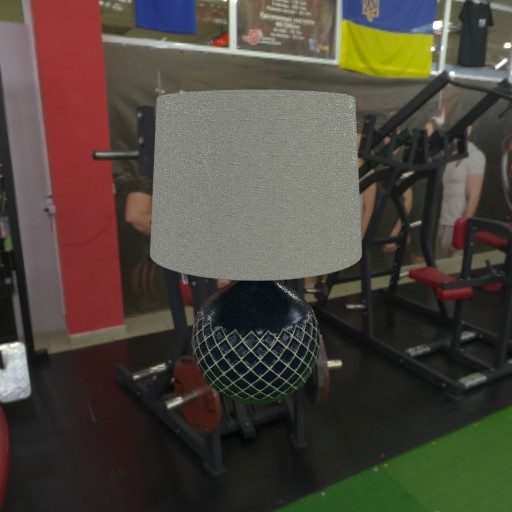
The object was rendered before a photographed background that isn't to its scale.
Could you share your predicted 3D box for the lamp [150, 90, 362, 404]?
[{"bbox_3d":[0.000,0.000,0.810,0.376,0.540,0.376,0,15,0],"label":"lamp"}]
